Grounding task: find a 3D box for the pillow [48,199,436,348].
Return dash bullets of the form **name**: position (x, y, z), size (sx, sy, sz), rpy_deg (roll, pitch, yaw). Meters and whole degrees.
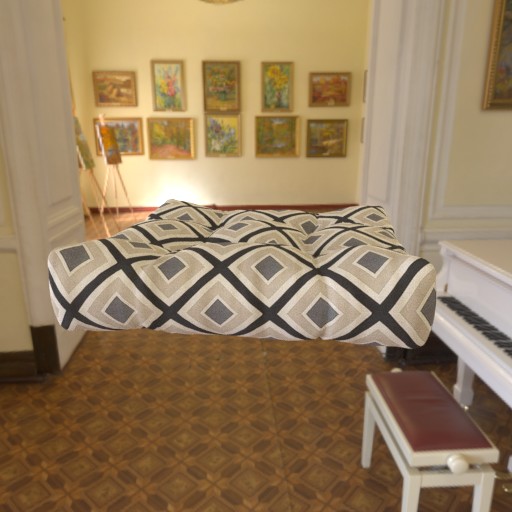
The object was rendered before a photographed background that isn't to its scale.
- **pillow**: position (0.000, 0.000, 0.752), size (0.490, 0.128, 0.468), rpy_deg (2, 16, 8)
